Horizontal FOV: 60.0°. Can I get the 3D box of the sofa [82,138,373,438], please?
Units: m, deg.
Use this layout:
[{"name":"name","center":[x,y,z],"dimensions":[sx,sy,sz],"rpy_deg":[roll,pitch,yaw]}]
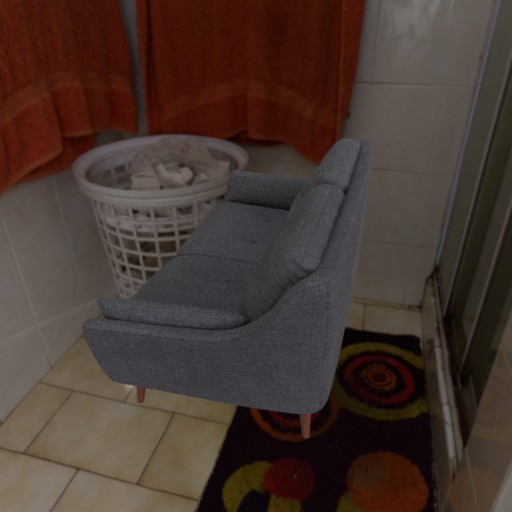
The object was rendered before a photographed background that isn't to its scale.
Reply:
[{"name":"sofa","center":[0.000,0.000,2.236],"dimensions":[0.976,0.887,1.646],"rpy_deg":[9,32,15]}]
